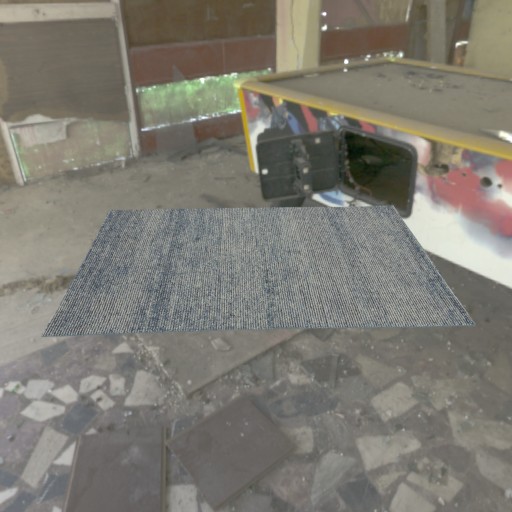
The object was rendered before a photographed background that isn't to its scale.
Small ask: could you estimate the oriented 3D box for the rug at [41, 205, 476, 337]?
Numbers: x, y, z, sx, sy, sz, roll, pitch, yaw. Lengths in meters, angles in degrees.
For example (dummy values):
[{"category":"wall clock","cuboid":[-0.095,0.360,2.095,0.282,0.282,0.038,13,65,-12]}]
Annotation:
[{"category":"rug","cuboid":[0.000,0.000,2.277,1.777,0.021,1.145,-1,32,-2]}]
